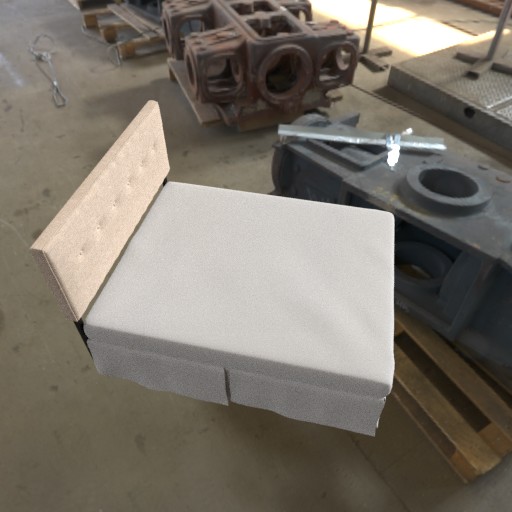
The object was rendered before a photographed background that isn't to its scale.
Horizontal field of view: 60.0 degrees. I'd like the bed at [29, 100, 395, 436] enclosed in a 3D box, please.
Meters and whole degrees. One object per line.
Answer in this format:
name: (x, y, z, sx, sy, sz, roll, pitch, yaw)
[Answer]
bed: (0.000, 0.000, 3.045, 1.978, 1.270, 1.643, 9, 47, 9)
